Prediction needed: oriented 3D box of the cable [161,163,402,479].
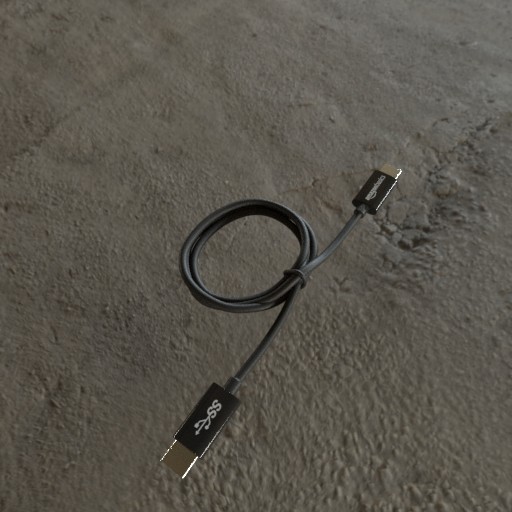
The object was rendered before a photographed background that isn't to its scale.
[{"bbox_3d":[0.000,0.000,0.210,0.070,0.014,0.186,30,62,18],"label":"cable"}]
